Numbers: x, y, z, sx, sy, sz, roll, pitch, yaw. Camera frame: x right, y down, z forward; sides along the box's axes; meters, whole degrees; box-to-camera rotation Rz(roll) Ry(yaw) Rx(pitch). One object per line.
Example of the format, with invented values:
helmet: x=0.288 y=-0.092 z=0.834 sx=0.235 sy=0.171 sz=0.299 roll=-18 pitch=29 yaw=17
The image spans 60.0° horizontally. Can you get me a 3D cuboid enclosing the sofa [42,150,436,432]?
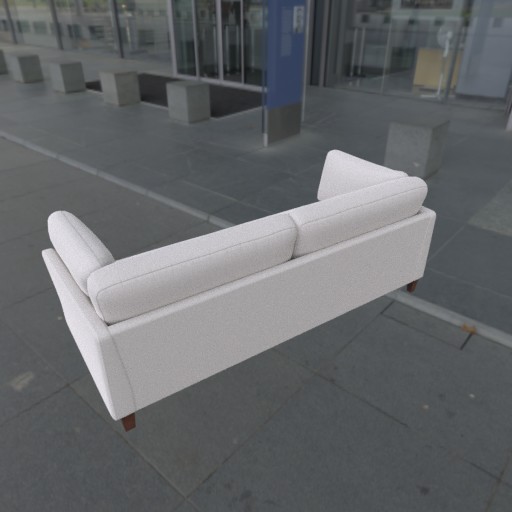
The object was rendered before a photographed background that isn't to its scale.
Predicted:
sofa: x=0.000 y=0.000 z=2.809 sx=2.301 sy=0.863 sz=0.957 roll=-19 pitch=35 yaw=-29
